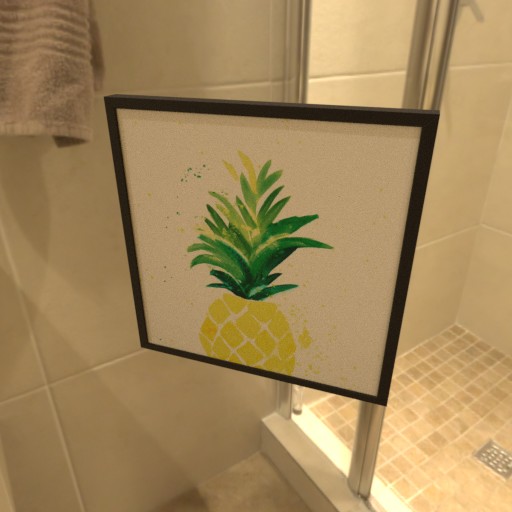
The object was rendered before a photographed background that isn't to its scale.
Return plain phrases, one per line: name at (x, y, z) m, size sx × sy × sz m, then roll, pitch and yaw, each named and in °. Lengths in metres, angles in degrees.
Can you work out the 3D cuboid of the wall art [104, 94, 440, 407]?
wall art at (0.000, 0.000, 0.768) m, size 0.508 × 0.507 × 0.033 m, roll 9°, pitch 28°, yaw 17°
